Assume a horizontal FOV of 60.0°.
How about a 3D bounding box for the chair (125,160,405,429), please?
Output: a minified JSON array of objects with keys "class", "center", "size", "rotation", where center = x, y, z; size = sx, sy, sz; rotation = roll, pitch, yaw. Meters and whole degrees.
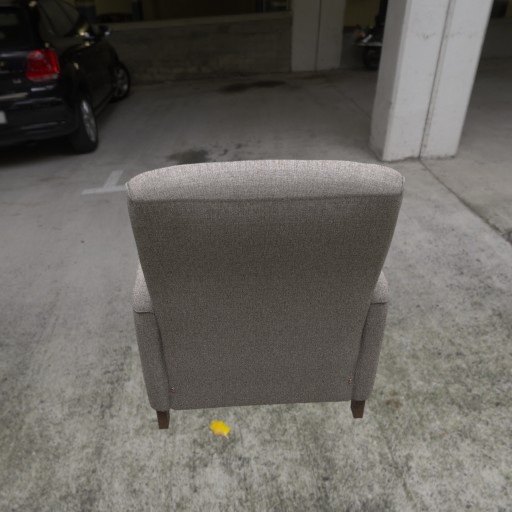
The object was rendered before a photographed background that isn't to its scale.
[{"class":"chair","center":[0.000,0.000,1.650],"size":[0.848,1.014,0.864],"rotation":[-2,31,-3]}]
